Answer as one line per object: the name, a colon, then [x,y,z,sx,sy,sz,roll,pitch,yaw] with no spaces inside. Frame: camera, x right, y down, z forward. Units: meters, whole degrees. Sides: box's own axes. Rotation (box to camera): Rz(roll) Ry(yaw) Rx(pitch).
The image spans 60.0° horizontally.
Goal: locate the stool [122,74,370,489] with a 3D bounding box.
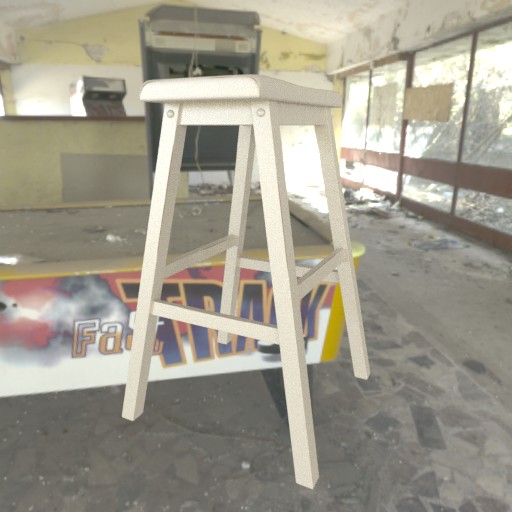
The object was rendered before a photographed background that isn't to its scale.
stool: [0.000,0.000,1.031,0.476,0.737,0.457,8,18,26]
